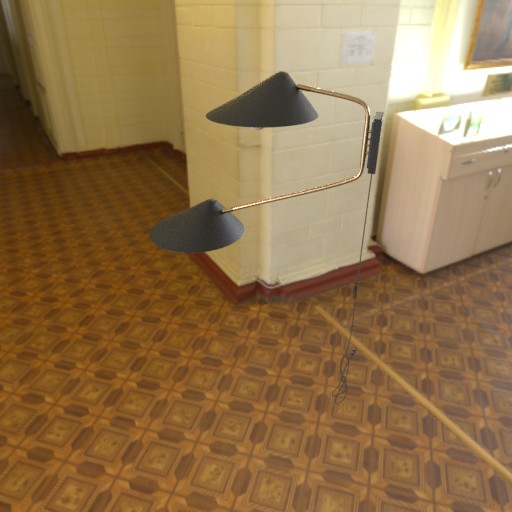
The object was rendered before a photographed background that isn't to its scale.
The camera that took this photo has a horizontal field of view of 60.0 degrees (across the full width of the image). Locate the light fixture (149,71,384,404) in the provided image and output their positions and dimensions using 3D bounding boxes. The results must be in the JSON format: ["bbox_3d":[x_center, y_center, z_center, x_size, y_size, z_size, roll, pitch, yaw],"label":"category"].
[{"bbox_3d":[0.000,0.000,0.856,0.422,0.665,0.189,8,30,14],"label":"light fixture"}]
